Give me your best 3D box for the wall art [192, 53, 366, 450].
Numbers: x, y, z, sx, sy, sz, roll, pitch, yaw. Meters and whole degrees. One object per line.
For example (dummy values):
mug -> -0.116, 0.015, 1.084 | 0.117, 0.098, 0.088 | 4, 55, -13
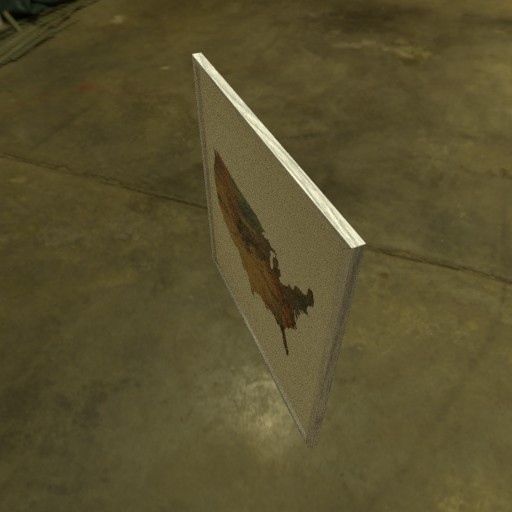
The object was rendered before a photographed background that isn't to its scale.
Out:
wall art -> 0.000, 0.000, 0.773 | 0.016, 0.507, 0.508 | -17, 48, -16
